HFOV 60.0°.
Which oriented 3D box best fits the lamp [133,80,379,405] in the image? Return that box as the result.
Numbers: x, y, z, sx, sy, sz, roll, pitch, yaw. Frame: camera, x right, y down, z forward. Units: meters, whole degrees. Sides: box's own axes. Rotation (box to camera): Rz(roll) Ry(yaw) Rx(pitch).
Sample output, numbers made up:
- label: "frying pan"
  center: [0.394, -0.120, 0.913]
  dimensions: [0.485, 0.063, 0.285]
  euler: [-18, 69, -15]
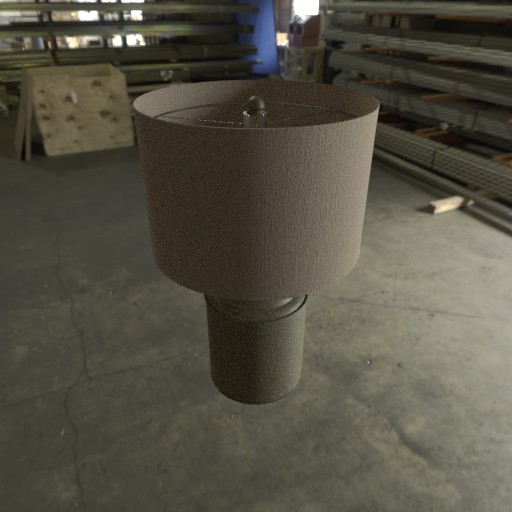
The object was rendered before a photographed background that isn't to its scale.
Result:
- label: "lamp"
  center: [0.000, 0.000, 0.706]
  dimensions: [0.318, 0.486, 0.318]
  euler: [0, 30, 0]
